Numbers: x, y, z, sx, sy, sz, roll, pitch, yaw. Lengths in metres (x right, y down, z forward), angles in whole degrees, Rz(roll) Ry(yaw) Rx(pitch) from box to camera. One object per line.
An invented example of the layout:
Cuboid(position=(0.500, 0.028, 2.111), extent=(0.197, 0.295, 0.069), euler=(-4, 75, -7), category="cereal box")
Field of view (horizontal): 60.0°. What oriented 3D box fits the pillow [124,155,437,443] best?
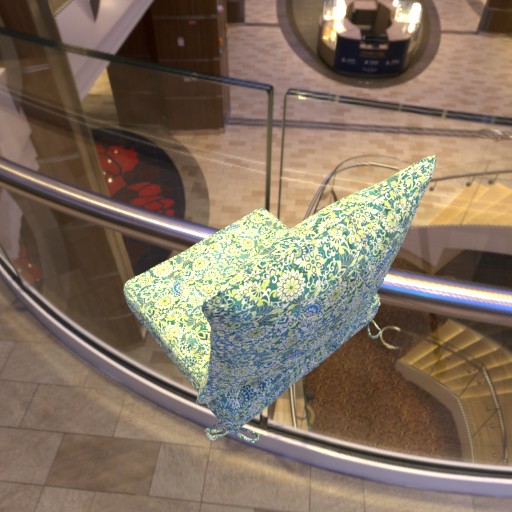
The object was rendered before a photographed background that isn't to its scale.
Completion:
Cuboid(position=(0.000, 0.000, 1.407), extent=(0.798, 0.722, 0.740), euler=(-32, 54, -26), category="pillow")
